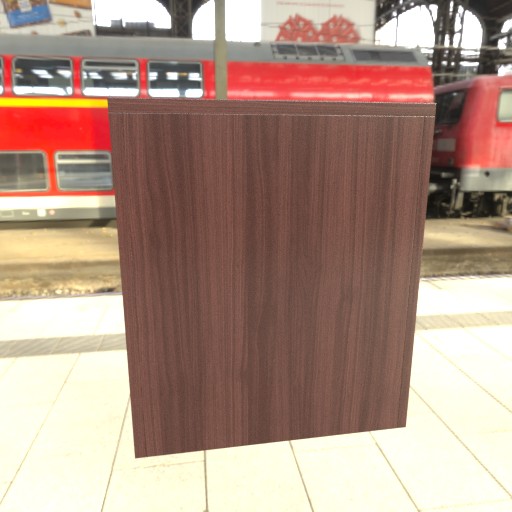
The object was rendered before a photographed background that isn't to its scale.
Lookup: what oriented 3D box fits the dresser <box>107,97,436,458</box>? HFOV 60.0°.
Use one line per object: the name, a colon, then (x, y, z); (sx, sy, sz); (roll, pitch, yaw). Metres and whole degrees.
dresser: (0.000, 0.000, 0.756); (0.400, 0.470, 0.360); (-2, 14, -10)
